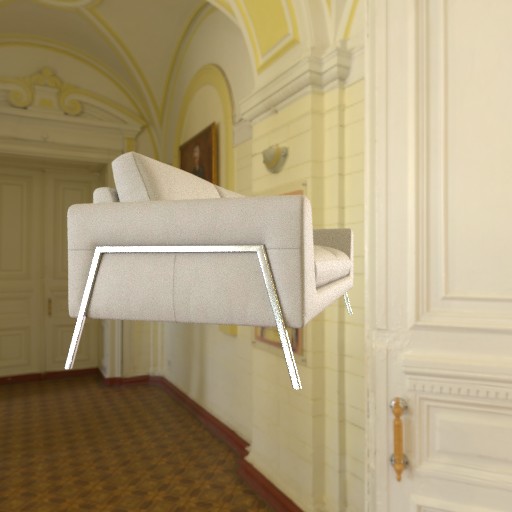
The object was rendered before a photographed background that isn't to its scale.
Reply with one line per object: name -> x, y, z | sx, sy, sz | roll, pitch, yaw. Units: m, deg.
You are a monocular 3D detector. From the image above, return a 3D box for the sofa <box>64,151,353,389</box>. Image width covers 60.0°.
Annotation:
sofa -> 0.000, 0.000, 2.537 | 0.953, 0.875, 2.017 | 0, 0, 17
